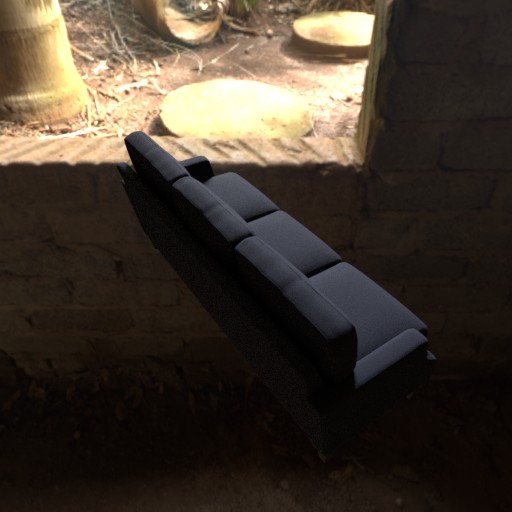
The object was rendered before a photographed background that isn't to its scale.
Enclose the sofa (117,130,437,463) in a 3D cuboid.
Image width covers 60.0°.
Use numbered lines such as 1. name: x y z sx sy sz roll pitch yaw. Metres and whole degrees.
1. sofa: 0.000 0.000 2.646 0.888 0.984 2.115 -24 46 -25
